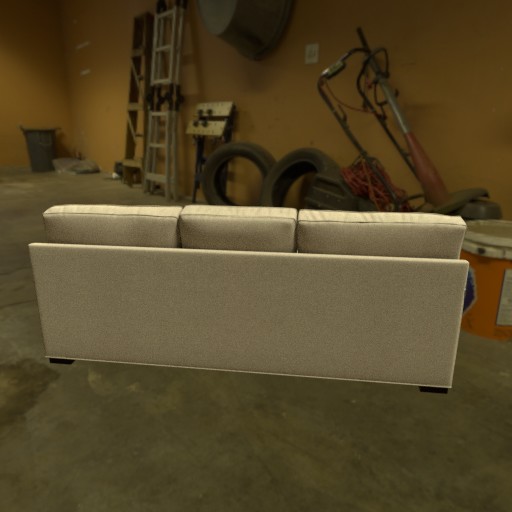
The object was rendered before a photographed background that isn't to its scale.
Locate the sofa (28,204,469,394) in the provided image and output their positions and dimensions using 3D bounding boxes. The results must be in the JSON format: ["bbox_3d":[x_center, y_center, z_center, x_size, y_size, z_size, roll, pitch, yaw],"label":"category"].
[{"bbox_3d":[0.000,0.000,2.827,2.087,0.861,1.496,2,17,8],"label":"sofa"}]
